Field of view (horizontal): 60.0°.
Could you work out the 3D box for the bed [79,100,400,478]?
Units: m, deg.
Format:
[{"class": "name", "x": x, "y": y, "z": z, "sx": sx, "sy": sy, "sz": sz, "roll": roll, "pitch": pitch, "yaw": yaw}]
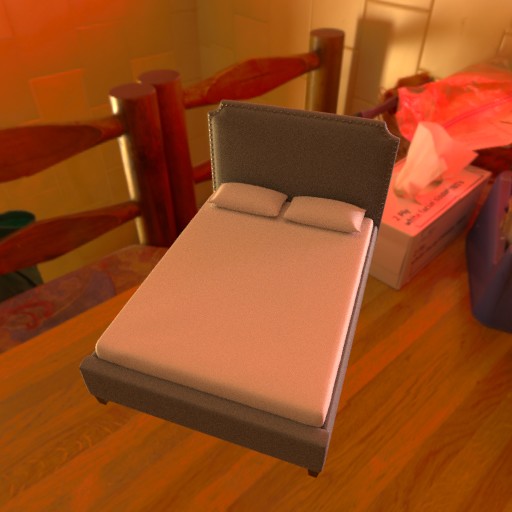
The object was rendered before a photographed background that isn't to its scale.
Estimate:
[{"class": "bed", "x": 0.000, "y": 0.000, "z": 3.409, "sx": 1.712, "sy": 1.443, "sz": 2.372, "roll": 13, "pitch": 42, "yaw": 15}]
